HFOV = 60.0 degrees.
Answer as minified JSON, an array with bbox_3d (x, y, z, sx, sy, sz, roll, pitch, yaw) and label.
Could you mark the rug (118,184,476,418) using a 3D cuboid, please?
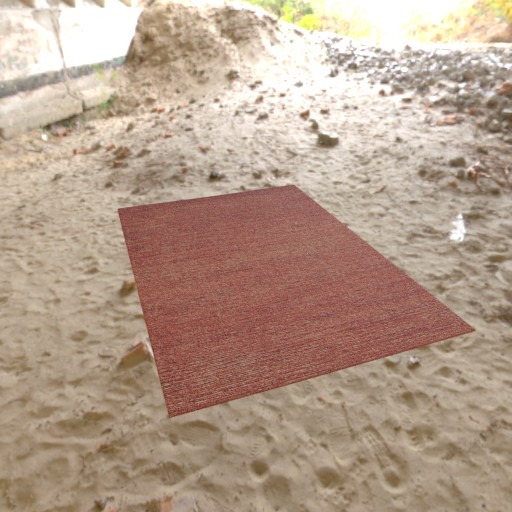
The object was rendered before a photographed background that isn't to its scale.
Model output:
[{"bbox_3d":[0.000,0.000,5.214,2.803,0.025,3.965,-10,31,-18],"label":"rug"}]
